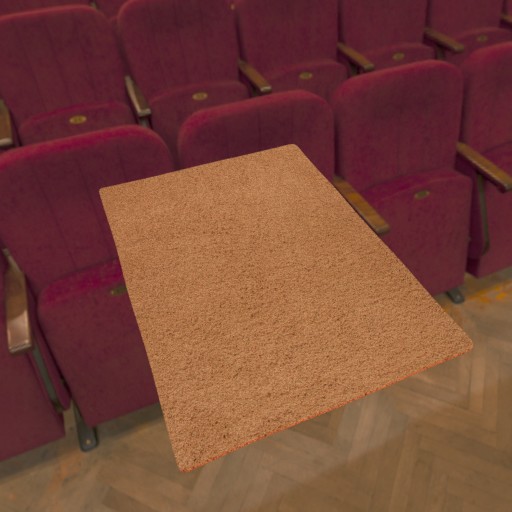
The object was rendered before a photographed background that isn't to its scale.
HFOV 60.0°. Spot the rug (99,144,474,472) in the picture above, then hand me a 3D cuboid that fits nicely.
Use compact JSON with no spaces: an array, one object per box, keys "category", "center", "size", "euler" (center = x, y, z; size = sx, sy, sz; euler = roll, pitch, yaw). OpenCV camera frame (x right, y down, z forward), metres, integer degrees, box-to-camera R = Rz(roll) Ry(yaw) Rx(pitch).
[{"category":"rug","center":[0.000,0.000,2.086],"size":[1.199,0.025,1.600],"euler":[-17,48,-16]}]
